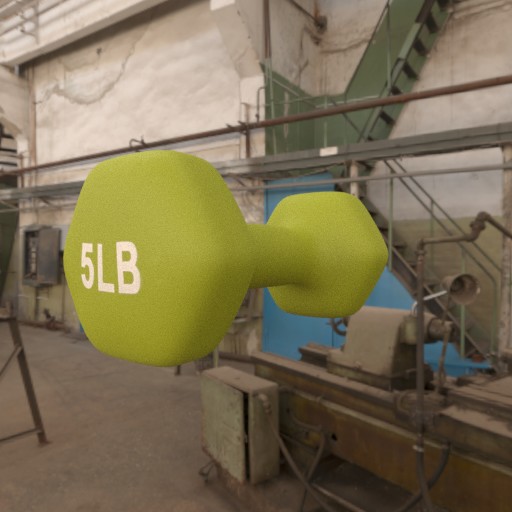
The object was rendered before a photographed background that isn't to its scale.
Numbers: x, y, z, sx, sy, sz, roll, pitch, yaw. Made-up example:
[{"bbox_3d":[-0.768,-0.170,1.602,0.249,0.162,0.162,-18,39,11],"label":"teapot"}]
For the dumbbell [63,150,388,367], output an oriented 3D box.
[{"bbox_3d":[0.000,0.000,0.209,0.080,0.072,0.164,1,1,36],"label":"dumbbell"}]
